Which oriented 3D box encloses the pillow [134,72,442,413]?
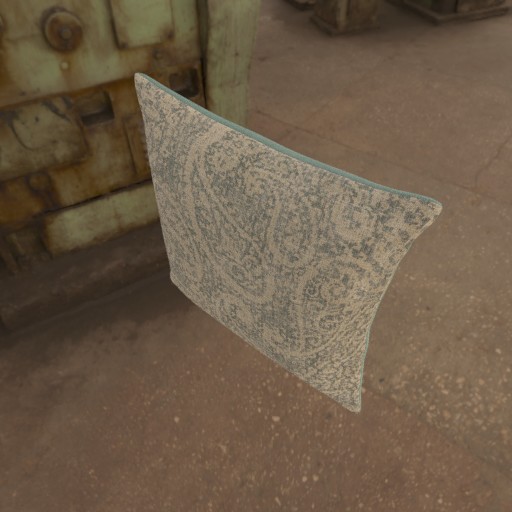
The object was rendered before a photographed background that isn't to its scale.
[{"bbox_3d":[0.000,0.000,0.781,0.526,0.507,0.166,31,54,26],"label":"pillow"}]
